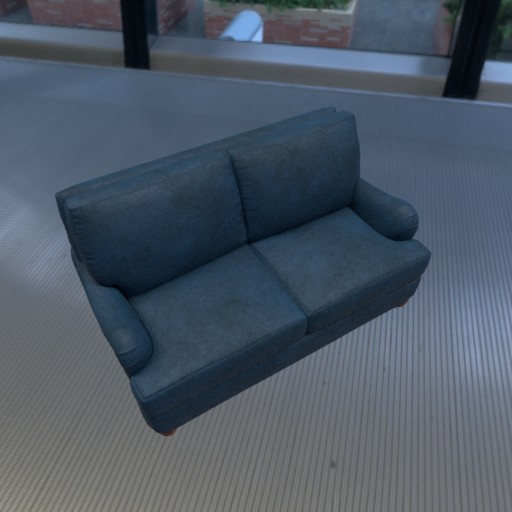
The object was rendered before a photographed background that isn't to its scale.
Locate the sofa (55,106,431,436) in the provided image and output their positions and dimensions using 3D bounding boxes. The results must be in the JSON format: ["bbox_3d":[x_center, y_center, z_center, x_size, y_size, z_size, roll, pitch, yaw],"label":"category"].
[{"bbox_3d":[0.000,0.000,2.565,1.853,1.101,1.084,-23,50,-21],"label":"sofa"}]
